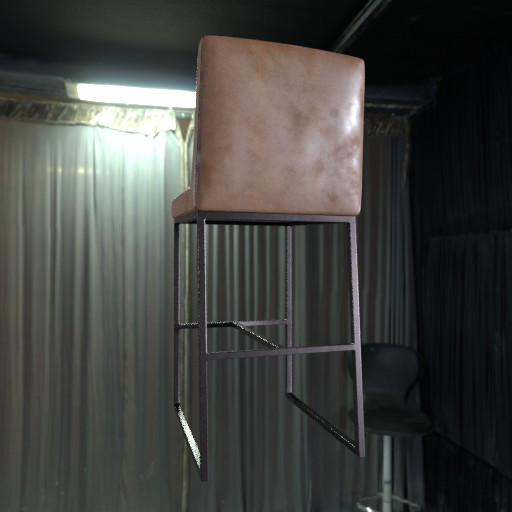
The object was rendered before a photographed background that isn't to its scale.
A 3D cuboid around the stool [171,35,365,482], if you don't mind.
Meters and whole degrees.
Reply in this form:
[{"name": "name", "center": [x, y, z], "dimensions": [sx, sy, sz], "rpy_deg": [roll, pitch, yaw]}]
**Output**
[{"name": "stool", "center": [0.000, 0.000, 1.365], "dimensions": [0.463, 1.065, 0.562], "rpy_deg": [0, 0, -17]}]
